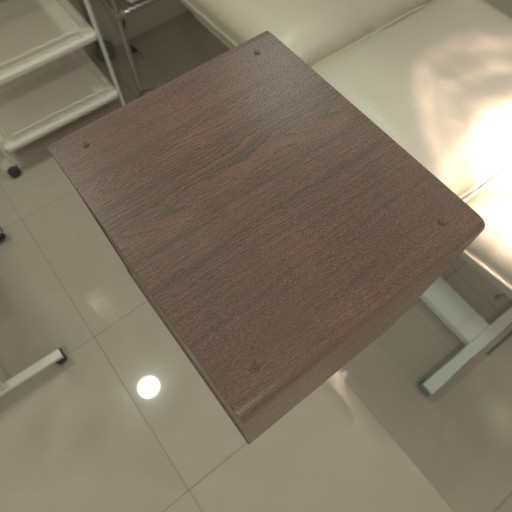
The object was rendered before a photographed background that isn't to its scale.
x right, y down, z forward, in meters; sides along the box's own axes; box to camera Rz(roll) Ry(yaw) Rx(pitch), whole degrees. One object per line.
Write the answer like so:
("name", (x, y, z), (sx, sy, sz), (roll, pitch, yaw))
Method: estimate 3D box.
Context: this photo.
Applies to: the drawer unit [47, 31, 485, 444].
("drawer unit", (0.000, 0.000, 0.591), (0.290, 0.344, 0.344), (-35, 69, -15))
